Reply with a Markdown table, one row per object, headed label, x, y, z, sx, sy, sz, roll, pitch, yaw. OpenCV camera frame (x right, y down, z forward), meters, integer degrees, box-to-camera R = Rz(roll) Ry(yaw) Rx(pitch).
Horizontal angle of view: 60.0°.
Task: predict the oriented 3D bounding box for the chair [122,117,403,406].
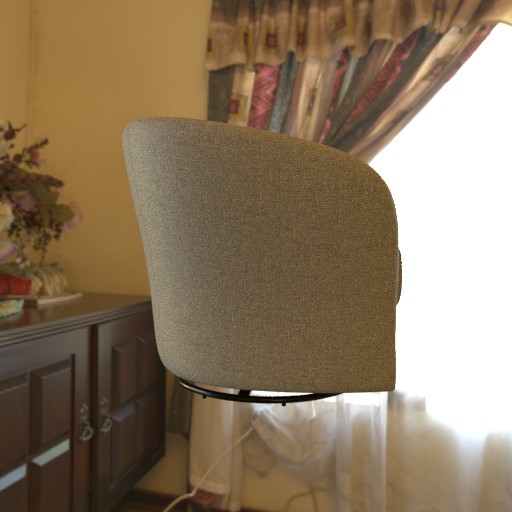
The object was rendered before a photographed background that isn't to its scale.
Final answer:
| label | x | y | z | sx | sy | sz | roll | pitch | yaw |
| --- | --- | --- | --- | --- | --- | --- | --- | --- | --- |
| chair | 0.000 | 0.000 | 1.434 | 0.815 | 0.771 | 0.791 | 0 | 1 | 1 |
